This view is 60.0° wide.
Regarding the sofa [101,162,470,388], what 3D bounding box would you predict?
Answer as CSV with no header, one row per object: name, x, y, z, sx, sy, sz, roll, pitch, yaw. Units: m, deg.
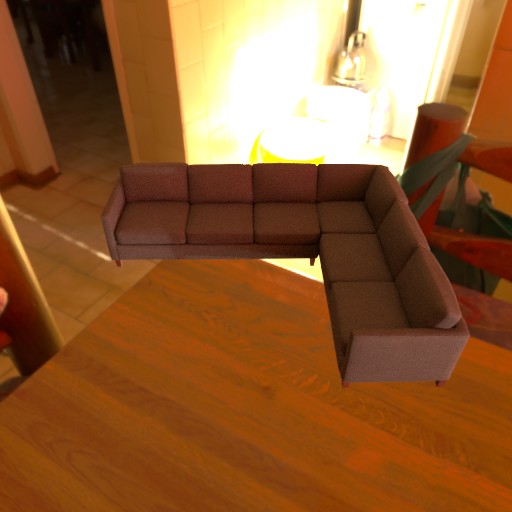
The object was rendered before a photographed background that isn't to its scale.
sofa,0.000,0.000,4.505,3.302,0.947,2.593,0,40,0
